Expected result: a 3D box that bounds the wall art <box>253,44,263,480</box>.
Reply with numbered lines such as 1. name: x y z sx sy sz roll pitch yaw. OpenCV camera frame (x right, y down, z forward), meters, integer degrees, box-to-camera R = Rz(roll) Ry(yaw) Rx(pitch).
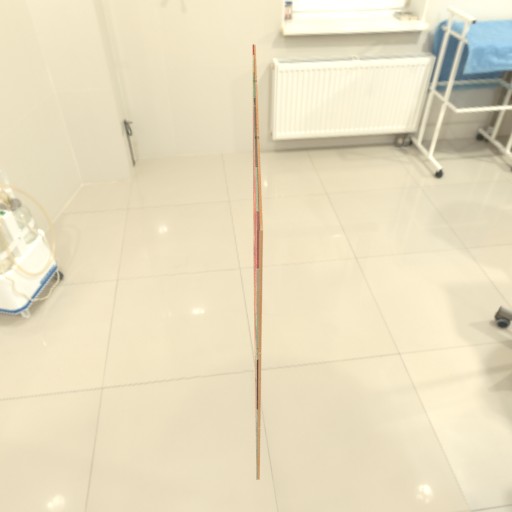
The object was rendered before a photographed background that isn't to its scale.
1. wall art: 0.000 0.000 1.752 0.013 1.220 1.216 0 42 -1
